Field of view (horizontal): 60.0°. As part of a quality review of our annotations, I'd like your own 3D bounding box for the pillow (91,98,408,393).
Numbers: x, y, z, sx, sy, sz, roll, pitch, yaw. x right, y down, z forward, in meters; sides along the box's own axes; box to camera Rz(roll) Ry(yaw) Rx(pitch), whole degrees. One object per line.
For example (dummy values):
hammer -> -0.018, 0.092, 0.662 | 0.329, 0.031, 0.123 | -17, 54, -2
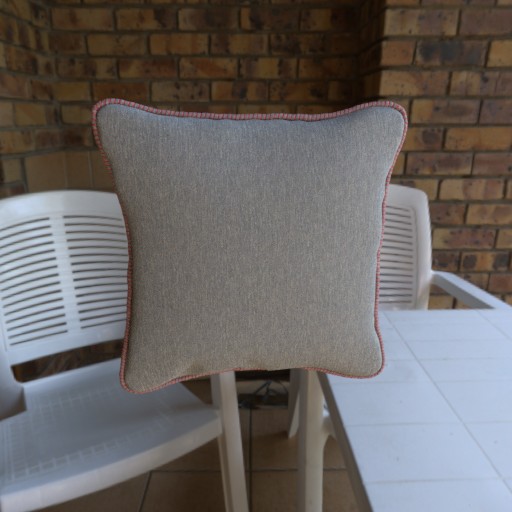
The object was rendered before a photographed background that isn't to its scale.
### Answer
pillow -> 0.000, 0.000, 0.736 | 0.482, 0.491, 0.124 | -2, 17, -6
